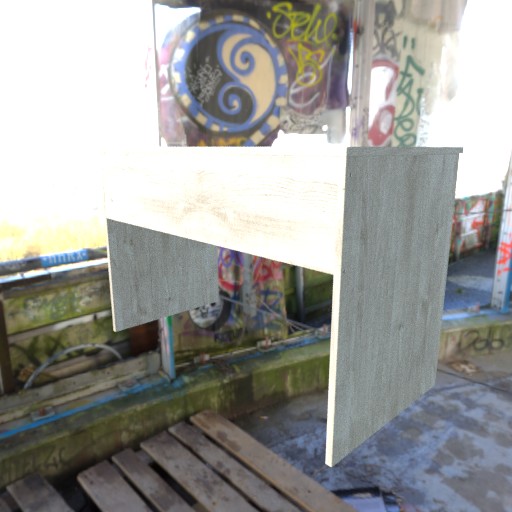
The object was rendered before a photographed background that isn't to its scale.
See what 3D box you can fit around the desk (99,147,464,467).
[{"bbox_3d":[0.000,0.000,1.525,0.560,0.730,1.100,-13,19,-42],"label":"desk"}]
